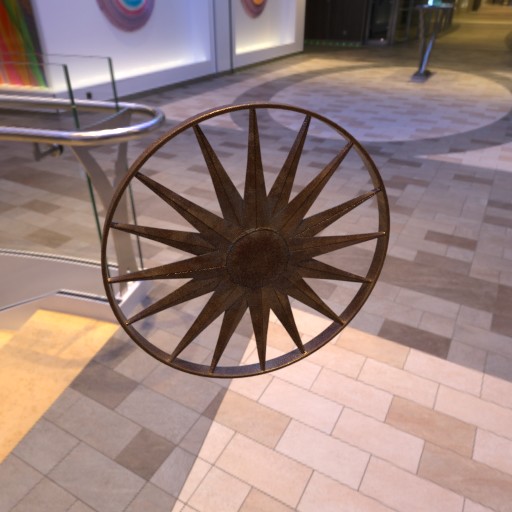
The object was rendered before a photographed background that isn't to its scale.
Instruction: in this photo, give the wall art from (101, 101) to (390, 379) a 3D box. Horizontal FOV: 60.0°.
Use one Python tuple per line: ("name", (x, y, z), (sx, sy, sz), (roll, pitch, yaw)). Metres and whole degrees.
("wall art", (0.000, 0.000, 0.881), (0.582, 0.583, 0.084), (-9, 32, -14))
